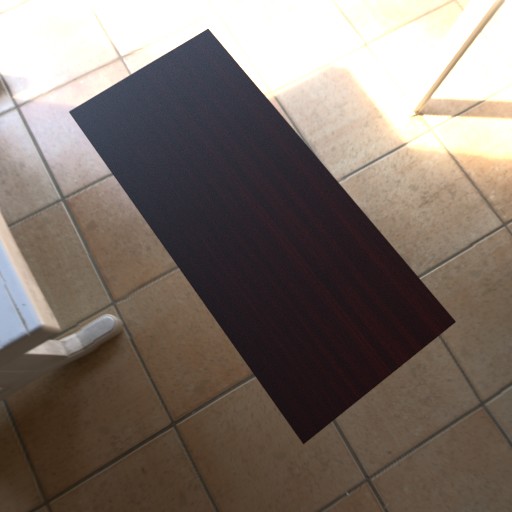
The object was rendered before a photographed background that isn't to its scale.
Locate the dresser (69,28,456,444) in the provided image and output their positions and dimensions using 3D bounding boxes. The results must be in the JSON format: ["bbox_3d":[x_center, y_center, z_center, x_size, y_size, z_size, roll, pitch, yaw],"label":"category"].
[{"bbox_3d":[0.000,0.000,1.164,0.360,0.720,0.750,-35,78,-9],"label":"dresser"}]
